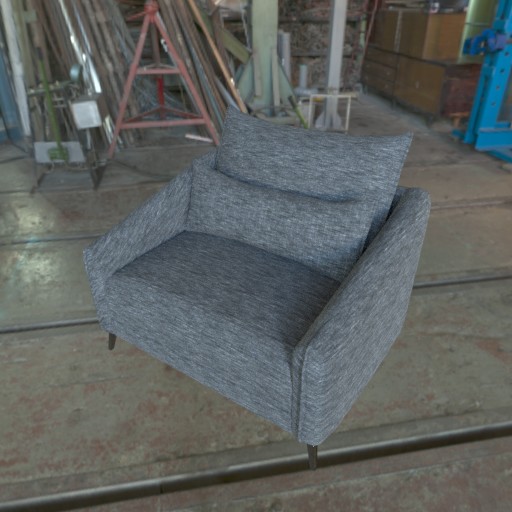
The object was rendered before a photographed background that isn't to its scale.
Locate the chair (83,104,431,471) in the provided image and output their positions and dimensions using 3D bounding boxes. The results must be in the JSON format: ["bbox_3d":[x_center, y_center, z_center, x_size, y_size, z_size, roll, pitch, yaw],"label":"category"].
[{"bbox_3d":[0.000,0.000,1.595,1.004,0.842,0.805,19,36,29],"label":"chair"}]
